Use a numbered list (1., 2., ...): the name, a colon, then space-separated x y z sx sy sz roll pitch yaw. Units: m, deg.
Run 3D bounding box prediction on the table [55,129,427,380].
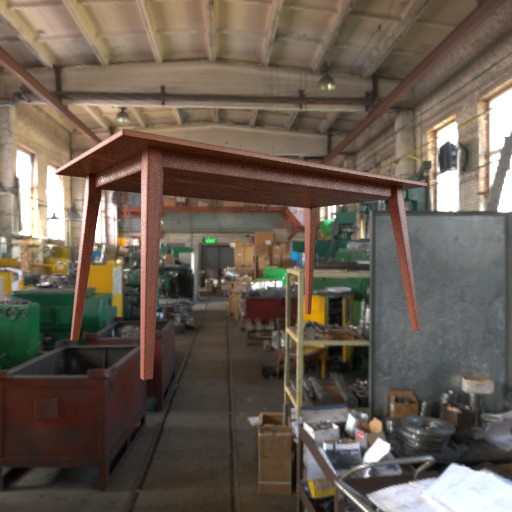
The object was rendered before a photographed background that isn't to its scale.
1. table: 0.000 0.000 2.117 1.609 0.755 0.811 0 0 -37
